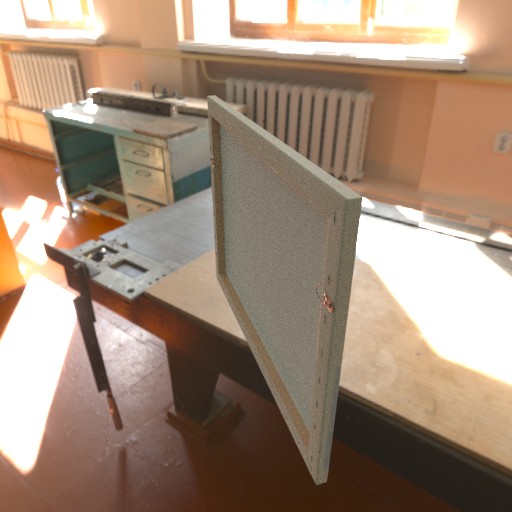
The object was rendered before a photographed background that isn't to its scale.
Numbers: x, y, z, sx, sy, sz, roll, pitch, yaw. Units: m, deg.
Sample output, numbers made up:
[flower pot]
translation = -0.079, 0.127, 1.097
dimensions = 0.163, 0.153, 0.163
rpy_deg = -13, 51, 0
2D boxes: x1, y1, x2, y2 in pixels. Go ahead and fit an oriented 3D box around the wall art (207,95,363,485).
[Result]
[wall art]
translation = 0.000, 0.000, 1.603
dimensions = 0.042, 0.912, 1.219
rpy_deg = -9, 31, -16
